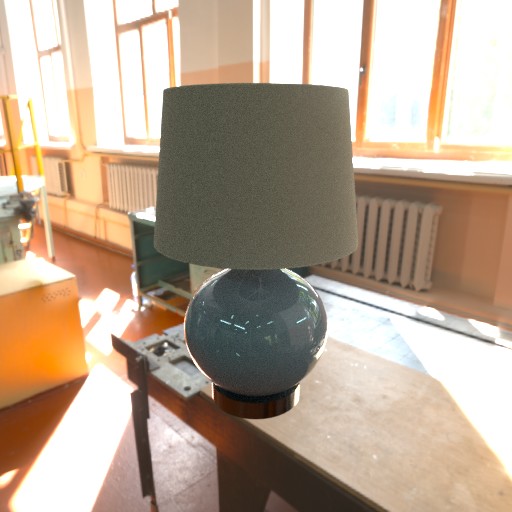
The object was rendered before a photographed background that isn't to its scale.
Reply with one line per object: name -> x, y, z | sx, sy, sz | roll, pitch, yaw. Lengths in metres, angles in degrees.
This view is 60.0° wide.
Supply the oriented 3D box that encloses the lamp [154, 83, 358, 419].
lamp -> 0.000, 0.000, 0.553 | 0.247, 0.387, 0.247 | 0, 16, 0
